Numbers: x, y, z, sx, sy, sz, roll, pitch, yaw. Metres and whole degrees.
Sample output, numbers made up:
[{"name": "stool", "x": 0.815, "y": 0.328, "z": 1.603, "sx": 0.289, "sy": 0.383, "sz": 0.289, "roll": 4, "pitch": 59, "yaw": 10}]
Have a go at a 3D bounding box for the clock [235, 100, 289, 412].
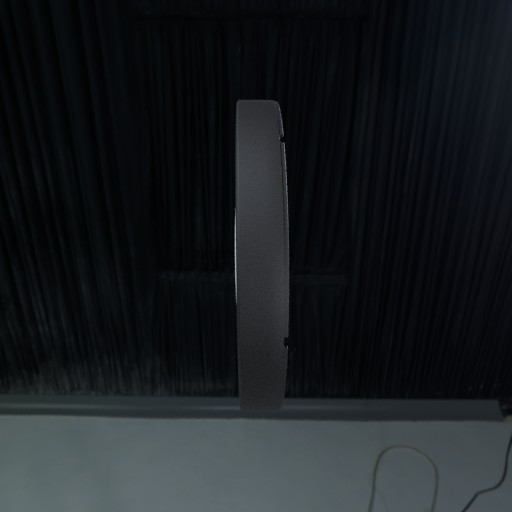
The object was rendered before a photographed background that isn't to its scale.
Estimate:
[{"name": "clock", "x": 0.000, "y": 0.000, "z": 0.442, "sx": 0.040, "sy": 0.293, "sz": 0.293, "roll": -1, "pitch": 27, "yaw": -1}]
